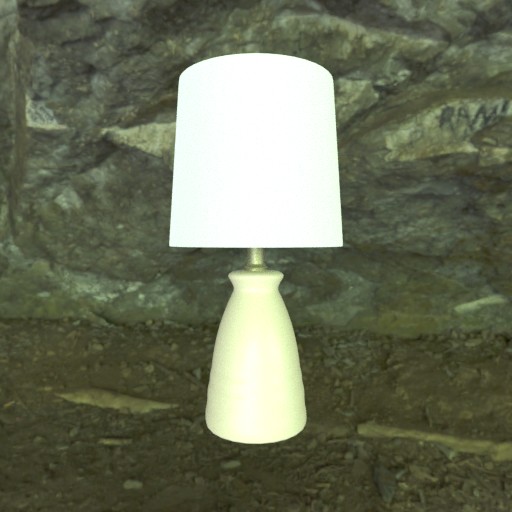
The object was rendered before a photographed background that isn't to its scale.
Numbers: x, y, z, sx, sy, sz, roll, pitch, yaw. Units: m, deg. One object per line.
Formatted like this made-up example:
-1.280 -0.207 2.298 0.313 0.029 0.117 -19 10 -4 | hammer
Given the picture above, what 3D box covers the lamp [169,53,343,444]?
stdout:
0.000 0.000 0.485 0.186 0.369 0.186 0 2 0 | lamp
